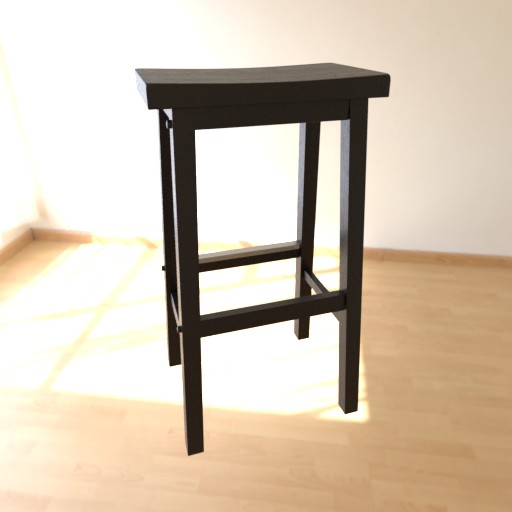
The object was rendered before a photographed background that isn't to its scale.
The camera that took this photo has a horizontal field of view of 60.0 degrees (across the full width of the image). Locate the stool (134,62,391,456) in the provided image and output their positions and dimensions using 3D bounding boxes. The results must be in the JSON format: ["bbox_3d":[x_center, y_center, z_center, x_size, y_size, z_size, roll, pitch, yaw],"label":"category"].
[{"bbox_3d":[0.000,0.000,0.958,0.406,0.742,0.322,-9,29,-15],"label":"stool"}]
